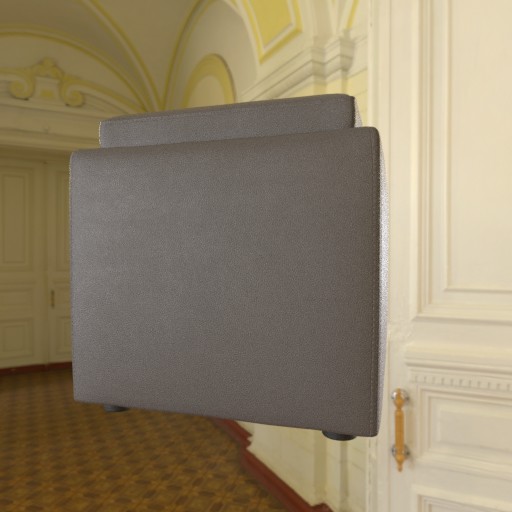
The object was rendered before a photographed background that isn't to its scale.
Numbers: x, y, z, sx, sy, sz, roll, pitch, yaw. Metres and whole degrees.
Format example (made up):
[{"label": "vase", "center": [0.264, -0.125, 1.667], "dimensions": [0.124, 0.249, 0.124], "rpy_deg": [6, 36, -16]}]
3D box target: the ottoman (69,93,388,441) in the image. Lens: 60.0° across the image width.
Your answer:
[{"label": "ottoman", "center": [0.000, 0.000, 0.790], "dimensions": [0.450, 0.460, 0.451], "rpy_deg": [0, 1, 17]}]
